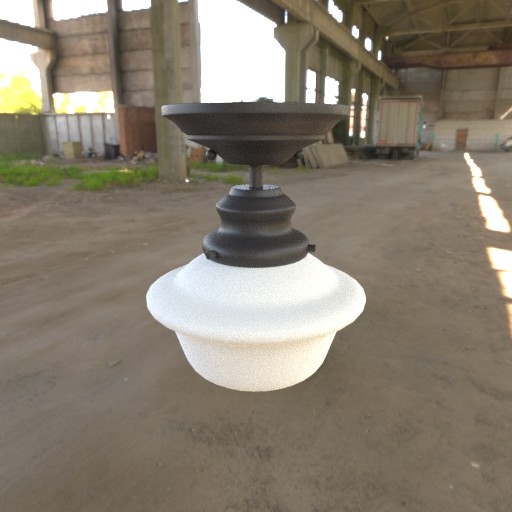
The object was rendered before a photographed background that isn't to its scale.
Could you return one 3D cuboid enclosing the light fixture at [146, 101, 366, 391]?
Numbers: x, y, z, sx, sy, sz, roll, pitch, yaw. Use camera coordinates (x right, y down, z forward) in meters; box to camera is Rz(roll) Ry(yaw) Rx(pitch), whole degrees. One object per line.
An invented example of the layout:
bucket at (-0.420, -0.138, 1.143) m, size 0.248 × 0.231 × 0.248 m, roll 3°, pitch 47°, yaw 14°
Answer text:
light fixture at (0.000, 0.000, 0.399) m, size 0.197 × 0.254 × 0.197 m, roll 0°, pitch 16°, yaw 0°
